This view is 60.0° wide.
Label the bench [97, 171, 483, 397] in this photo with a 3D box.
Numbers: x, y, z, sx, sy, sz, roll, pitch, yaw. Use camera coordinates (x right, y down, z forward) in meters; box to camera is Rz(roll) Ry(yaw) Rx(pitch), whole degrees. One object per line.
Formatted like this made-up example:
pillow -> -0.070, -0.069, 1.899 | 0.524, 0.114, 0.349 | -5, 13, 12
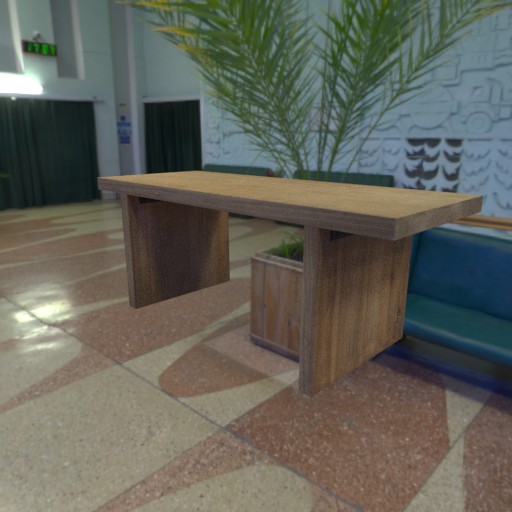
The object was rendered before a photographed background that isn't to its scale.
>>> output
bench -> 0.000, 0.000, 1.438 | 1.183, 0.458, 0.458 | 14, 21, 43
